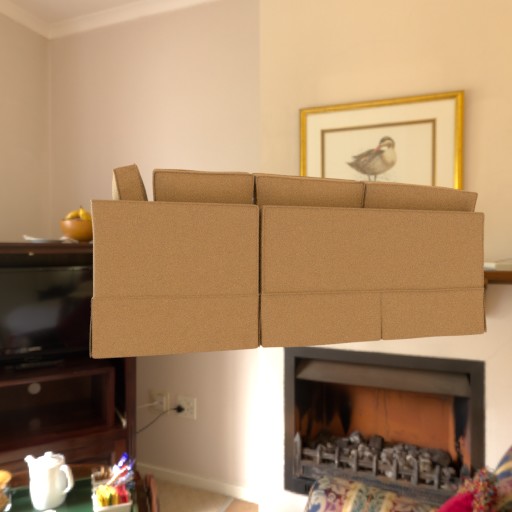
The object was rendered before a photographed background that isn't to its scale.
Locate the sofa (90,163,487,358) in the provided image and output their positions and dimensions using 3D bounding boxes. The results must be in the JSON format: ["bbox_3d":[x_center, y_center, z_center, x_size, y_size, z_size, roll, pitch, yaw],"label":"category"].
[{"bbox_3d":[0.000,0.000,4.114,2.730,1.124,2.733,0,0,-17],"label":"sofa"}]
